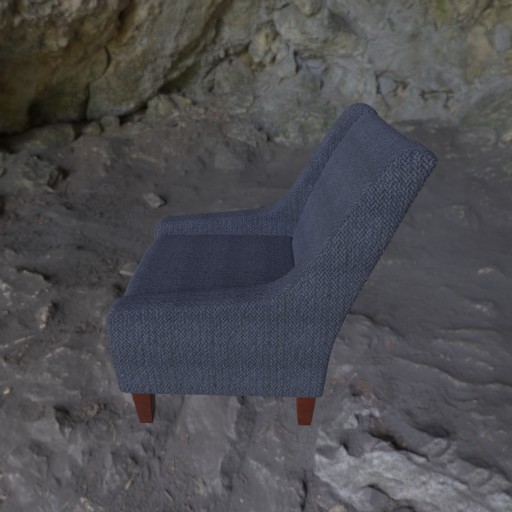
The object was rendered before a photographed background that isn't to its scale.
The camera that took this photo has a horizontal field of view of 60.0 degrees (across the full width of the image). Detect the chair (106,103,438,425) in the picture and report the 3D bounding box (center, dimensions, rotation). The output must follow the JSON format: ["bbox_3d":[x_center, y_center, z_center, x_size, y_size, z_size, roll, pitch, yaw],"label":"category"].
[{"bbox_3d":[0.000,0.000,1.686,0.944,1.012,0.793,0,27,1],"label":"chair"}]
